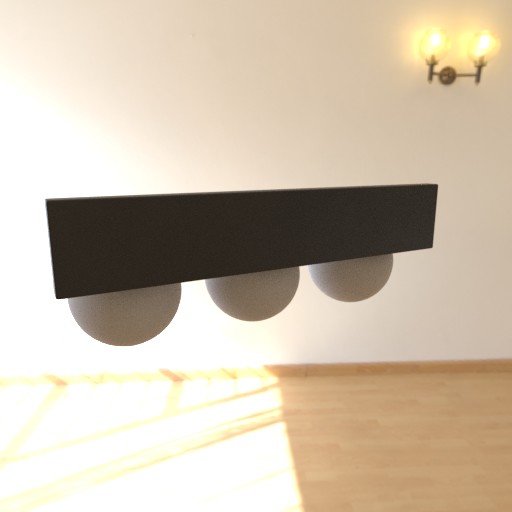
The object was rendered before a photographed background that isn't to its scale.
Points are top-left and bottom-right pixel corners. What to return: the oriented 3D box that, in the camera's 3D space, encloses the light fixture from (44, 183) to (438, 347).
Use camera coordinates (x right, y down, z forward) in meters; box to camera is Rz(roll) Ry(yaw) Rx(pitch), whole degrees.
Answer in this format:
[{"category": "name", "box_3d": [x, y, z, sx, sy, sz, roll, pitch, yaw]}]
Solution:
[{"category": "light fixture", "box_3d": [0.000, 0.000, 0.848, 0.721, 0.263, 0.218, -7, 14, -28]}]
